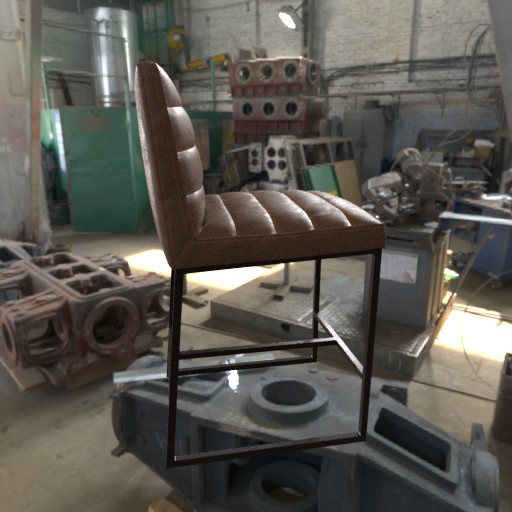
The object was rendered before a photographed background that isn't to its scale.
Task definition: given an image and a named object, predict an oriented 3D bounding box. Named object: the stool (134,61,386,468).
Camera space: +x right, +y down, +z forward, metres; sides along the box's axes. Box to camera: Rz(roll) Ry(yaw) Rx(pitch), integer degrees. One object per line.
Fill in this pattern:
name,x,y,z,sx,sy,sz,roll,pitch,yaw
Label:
stool,0.000,0.000,1.217,0.562,0.942,0.463,-3,17,-10
